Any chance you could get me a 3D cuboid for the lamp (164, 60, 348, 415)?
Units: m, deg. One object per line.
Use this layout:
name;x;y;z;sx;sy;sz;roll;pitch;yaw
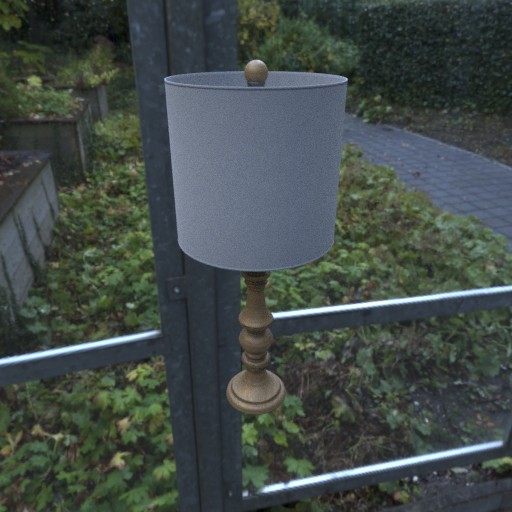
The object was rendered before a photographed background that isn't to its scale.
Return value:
lamp;0.000;0.000;0.737;0.250;0.597;0.250;0;26;0
